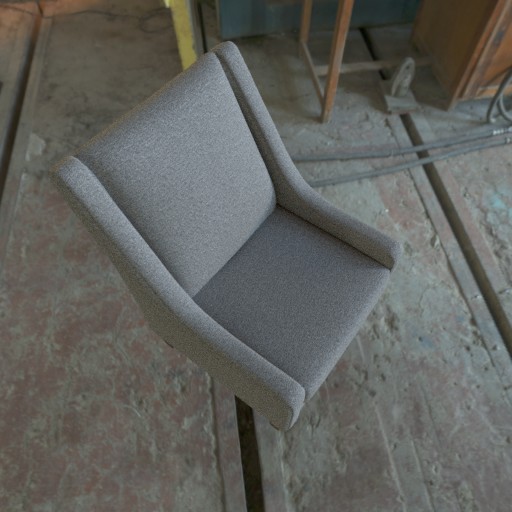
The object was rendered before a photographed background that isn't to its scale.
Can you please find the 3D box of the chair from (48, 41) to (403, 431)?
[{"bbox_3d":[0.000,0.000,1.613,0.870,1.016,0.774,32,63,19],"label":"chair"}]
